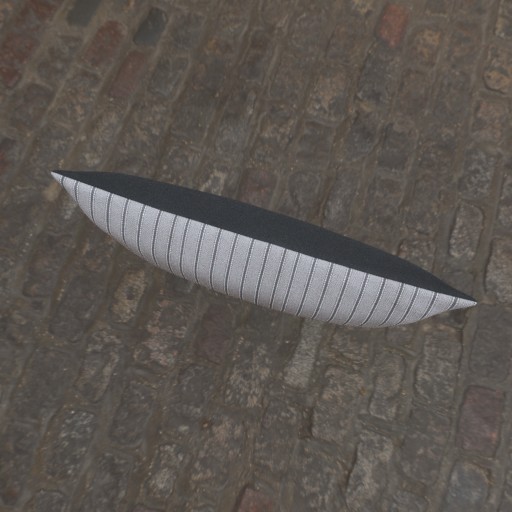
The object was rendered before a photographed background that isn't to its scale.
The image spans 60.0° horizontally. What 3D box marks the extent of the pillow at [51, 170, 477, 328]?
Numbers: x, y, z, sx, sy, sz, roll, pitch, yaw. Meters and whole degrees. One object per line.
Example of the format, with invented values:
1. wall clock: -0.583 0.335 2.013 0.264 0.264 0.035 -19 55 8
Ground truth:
1. pillow: 0.000 0.000 0.744 0.609 0.305 0.151 18 78 4
